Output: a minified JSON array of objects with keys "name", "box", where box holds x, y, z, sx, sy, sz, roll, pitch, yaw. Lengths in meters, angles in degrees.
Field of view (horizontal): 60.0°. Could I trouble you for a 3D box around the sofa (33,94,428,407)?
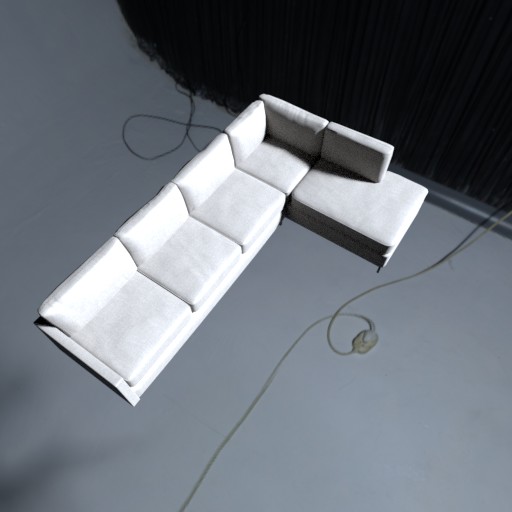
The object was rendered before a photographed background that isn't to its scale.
[{"name":"sofa","box":[0.000,0.000,4.185,2.077,0.964,3.331,30,62,18]}]
